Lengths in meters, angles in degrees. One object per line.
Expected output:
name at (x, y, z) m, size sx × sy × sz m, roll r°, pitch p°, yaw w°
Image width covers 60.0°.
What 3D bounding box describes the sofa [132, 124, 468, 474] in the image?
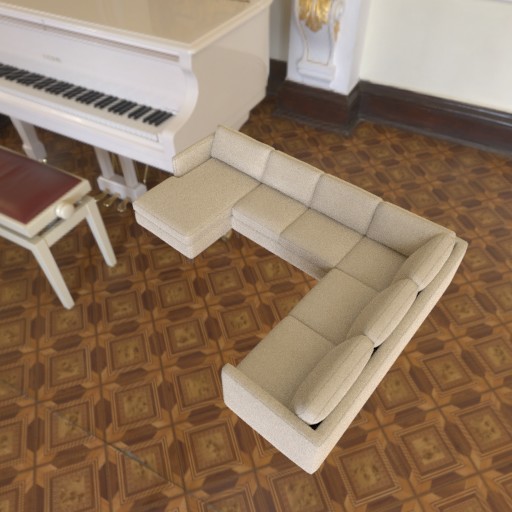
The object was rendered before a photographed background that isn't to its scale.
sofa at (0.000, 0.000, 4.462) m, size 3.238 × 0.853 × 2.551 m, roll 32°, pitch 55°, yaw 26°
